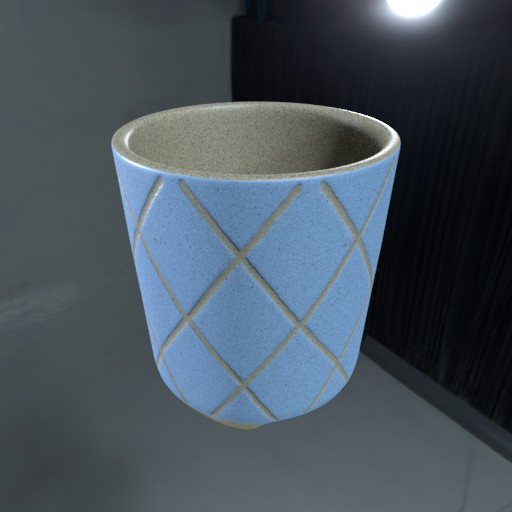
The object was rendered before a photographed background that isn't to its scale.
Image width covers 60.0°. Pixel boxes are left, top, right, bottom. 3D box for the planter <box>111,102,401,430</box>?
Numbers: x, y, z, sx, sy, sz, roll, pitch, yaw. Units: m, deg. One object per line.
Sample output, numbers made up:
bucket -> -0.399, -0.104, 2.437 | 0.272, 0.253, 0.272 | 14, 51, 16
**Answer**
planter -> 0.000, 0.000, 0.352 | 0.191, 0.200, 0.191 | 0, 30, 0
